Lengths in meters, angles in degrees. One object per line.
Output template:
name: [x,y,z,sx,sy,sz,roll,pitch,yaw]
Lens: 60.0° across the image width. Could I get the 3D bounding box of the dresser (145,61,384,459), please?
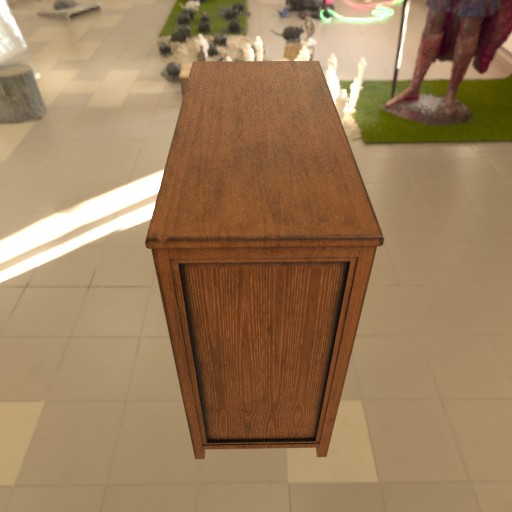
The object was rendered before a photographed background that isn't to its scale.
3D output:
dresser: [0.000,0.000,1.920,0.591,1.224,1.250,-1,42,-1]
